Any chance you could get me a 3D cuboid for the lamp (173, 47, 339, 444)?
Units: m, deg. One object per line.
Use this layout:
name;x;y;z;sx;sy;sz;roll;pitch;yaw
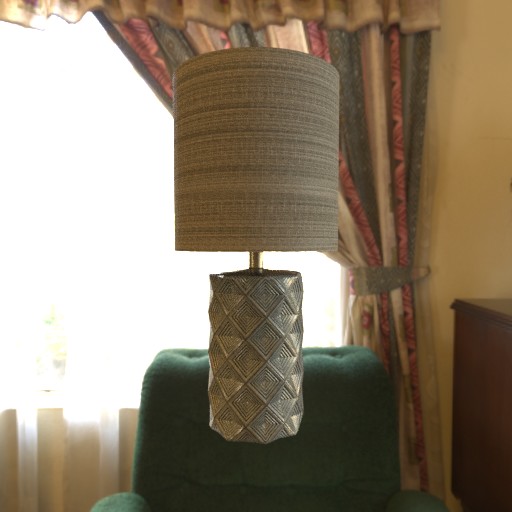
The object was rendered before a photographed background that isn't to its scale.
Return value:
lamp;0.000;0.000;0.733;0.268;0.566;0.269;-1;2;-18
